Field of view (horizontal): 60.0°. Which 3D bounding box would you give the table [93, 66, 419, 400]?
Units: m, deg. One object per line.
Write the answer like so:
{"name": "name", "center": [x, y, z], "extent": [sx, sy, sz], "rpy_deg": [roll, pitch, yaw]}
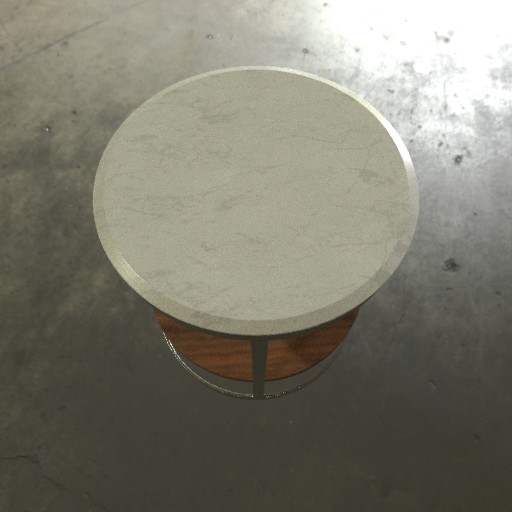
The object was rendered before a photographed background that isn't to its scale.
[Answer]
{"name": "table", "center": [0.000, 0.000, 0.754], "extent": [0.407, 0.447, 0.407], "rpy_deg": [0, 63, 0]}
